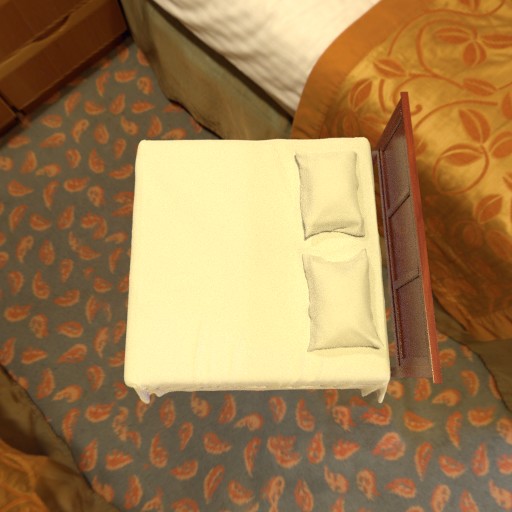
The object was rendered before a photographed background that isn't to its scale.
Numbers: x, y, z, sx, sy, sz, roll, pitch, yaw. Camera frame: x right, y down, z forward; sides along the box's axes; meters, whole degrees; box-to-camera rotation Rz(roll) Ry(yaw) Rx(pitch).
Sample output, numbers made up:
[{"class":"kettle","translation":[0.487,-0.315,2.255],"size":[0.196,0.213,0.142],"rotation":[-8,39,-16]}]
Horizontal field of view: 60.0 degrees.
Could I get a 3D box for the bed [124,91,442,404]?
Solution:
[{"class":"bed","translation":[0.000,0.000,3.502],"size":[2.219,1.271,2.314],"rotation":[-1,75,0]}]
